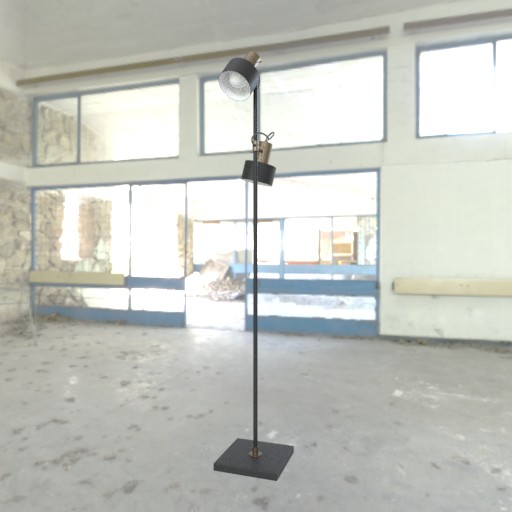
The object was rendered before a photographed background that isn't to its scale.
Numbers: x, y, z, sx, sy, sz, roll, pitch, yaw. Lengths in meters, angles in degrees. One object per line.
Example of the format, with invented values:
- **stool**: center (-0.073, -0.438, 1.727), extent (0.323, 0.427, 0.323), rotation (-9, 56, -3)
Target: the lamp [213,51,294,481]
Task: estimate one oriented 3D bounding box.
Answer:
- **lamp**: center (0.000, 0.000, 1.634), extent (0.233, 1.505, 0.315), rotation (0, 0, 19)
